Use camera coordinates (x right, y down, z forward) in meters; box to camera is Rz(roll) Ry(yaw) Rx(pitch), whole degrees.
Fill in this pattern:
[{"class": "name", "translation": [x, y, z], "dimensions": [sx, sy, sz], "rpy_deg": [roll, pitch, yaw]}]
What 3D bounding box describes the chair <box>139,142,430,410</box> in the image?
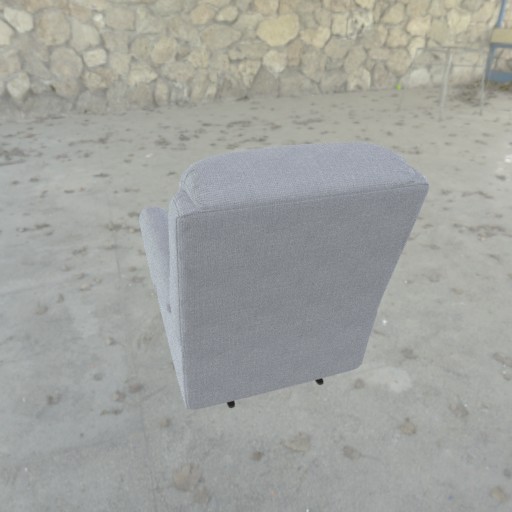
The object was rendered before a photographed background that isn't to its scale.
[{"class": "chair", "translation": [0.000, 0.000, 1.802], "dimensions": [0.838, 1.054, 1.014], "rpy_deg": [-9, 30, -16]}]
